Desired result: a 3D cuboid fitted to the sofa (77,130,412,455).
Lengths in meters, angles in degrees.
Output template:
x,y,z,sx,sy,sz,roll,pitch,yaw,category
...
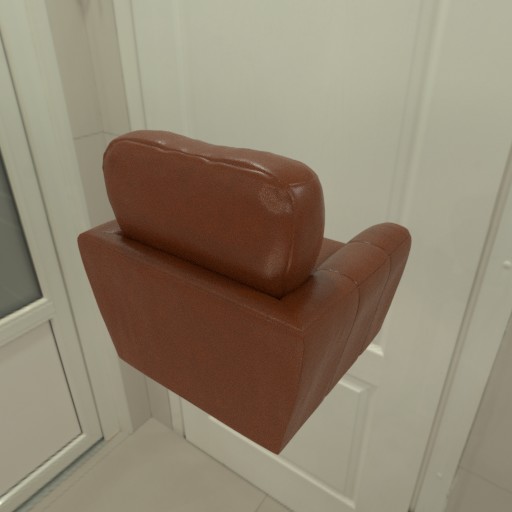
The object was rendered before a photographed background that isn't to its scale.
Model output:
x,y,z,sx,sy,sz,roll,pitch,yaw,category
0.000,0.000,1.493,0.836,0.876,0.789,20,35,30,sofa
